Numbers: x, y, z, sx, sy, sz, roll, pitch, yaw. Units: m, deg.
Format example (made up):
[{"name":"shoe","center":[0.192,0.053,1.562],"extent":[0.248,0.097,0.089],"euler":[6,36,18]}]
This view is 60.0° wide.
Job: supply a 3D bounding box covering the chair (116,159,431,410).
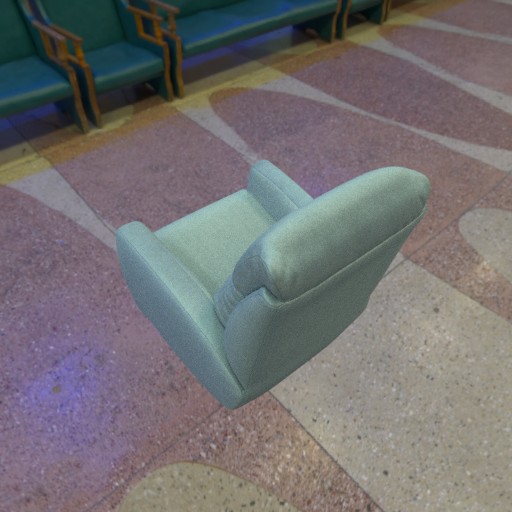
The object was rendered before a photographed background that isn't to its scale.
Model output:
[{"name":"chair","center":[0.000,0.000,1.709],"extent":[0.812,1.013,0.940],"euler":[-30,53,-26]}]
